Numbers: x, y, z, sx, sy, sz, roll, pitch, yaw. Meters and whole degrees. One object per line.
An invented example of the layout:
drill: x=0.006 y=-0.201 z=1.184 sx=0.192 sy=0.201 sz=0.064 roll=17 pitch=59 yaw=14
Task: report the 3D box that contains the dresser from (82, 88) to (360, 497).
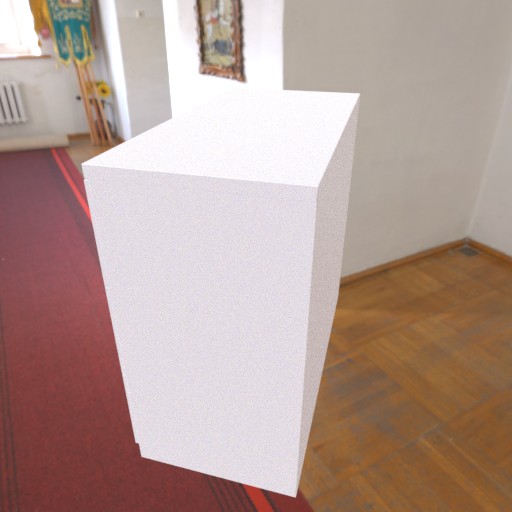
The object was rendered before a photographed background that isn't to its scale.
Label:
dresser: x=0.000 y=0.000 z=1.217 sx=0.420 sy=0.740 sz=0.830 roll=8 pitch=30 yaw=14
